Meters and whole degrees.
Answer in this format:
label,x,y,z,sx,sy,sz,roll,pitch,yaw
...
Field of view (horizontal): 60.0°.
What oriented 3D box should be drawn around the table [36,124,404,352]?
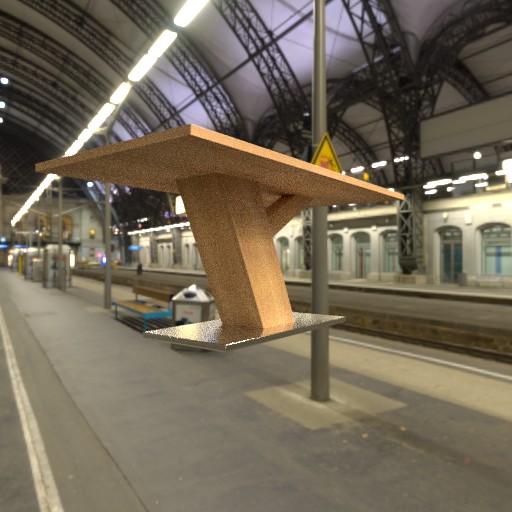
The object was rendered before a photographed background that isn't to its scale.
label,x,y,z,sx,sy,sz,roll,pitch,yaw
table,0.000,0.000,2.257,0.900,0.750,1.800,0,0,37
